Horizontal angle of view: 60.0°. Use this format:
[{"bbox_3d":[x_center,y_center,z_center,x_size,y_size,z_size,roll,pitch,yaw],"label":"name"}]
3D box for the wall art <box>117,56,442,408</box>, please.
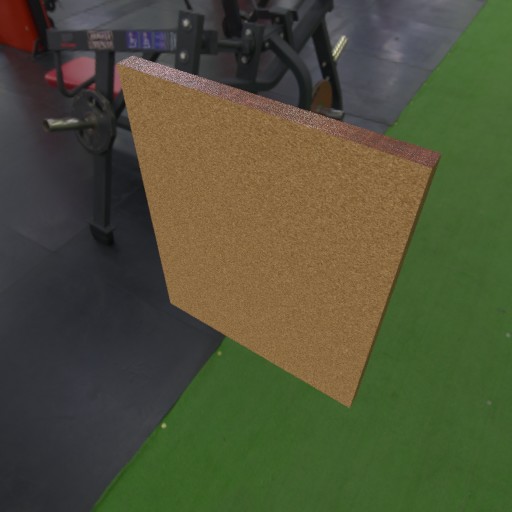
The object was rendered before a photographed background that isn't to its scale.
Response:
[{"bbox_3d":[0.000,0.000,0.769,0.467,0.567,0.033,26,52,23],"label":"wall art"}]
